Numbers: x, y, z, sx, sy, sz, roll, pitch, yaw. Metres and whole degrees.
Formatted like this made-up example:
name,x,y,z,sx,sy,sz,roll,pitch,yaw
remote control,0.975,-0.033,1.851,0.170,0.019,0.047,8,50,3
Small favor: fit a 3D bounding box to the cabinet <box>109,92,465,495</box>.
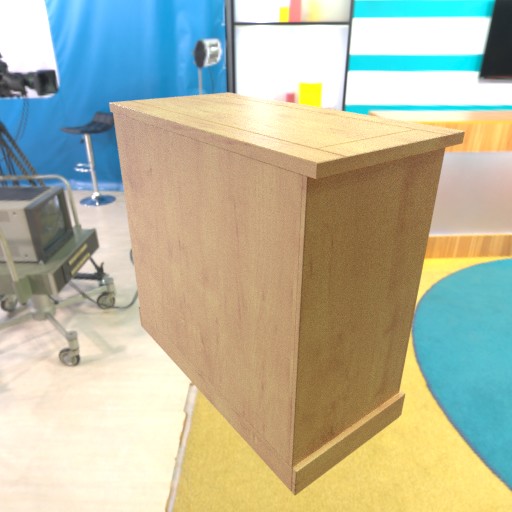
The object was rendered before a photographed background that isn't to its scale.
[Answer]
name,x,y,z,sx,sy,sz,roll,pitch,yaw
cabinet,0.000,0.000,1.363,0.450,0.840,0.920,-19,32,-33
